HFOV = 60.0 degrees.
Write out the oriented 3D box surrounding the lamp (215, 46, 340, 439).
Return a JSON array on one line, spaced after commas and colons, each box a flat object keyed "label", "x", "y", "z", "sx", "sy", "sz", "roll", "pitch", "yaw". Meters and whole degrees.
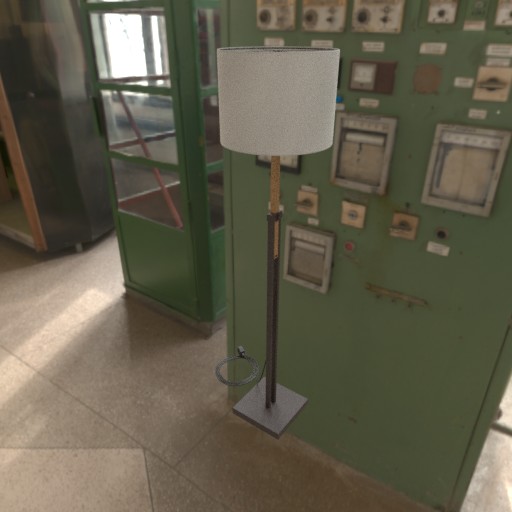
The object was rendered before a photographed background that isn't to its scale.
[{"label": "lamp", "x": 0.000, "y": 0.000, "z": 1.939, "sx": 0.639, "sy": 1.650, "sz": 0.474, "roll": 19, "pitch": 33, "yaw": 32}]
